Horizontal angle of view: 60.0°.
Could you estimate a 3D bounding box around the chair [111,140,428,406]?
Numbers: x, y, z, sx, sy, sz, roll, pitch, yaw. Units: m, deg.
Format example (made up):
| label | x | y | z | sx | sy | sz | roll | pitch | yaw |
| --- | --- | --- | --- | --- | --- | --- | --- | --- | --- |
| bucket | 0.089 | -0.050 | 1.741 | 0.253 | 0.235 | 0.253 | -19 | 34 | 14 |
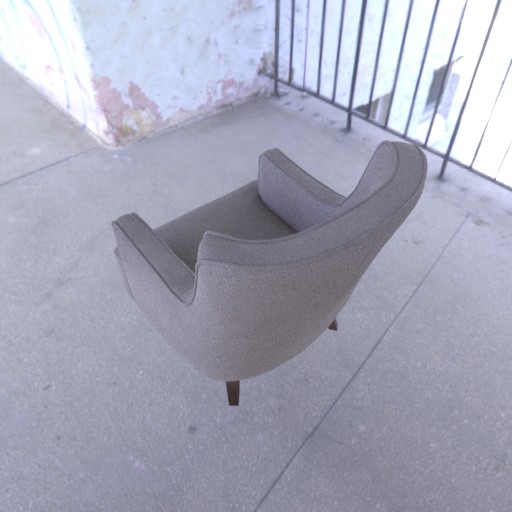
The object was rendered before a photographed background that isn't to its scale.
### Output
| label | x | y | z | sx | sy | sz | roll | pitch | yaw |
| --- | --- | --- | --- | --- | --- | --- | --- | --- | --- |
| chair | 0.000 | 0.000 | 1.606 | 0.781 | 0.919 | 0.910 | -30 | 52 | -27 |
